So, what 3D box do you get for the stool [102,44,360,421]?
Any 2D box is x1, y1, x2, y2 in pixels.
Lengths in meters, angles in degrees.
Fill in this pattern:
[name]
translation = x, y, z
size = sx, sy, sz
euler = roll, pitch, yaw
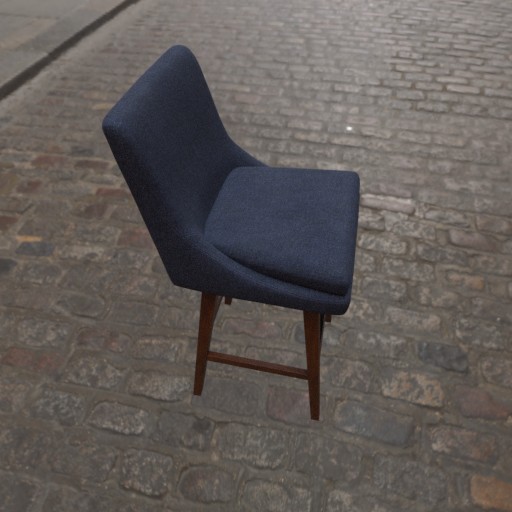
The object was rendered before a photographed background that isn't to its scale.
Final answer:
[stool]
translation = 0.000, 0.000, 1.357
size = 0.572, 1.068, 0.489
euler = 9, 46, 9
